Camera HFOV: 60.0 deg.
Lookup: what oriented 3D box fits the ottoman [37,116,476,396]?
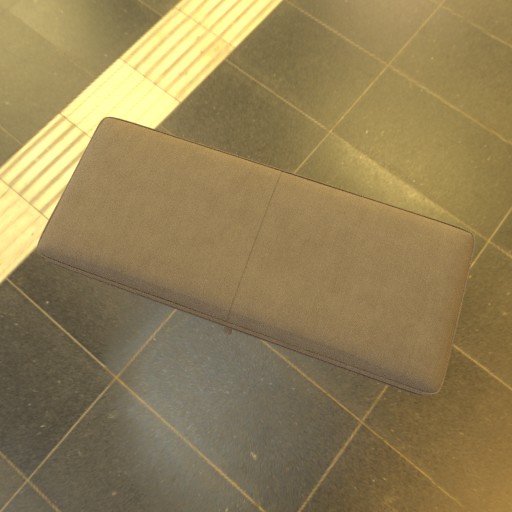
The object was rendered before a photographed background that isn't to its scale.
[{"bbox_3d":[0.000,0.000,2.029,1.764,0.470,0.751,19,75,5],"label":"ottoman"}]
